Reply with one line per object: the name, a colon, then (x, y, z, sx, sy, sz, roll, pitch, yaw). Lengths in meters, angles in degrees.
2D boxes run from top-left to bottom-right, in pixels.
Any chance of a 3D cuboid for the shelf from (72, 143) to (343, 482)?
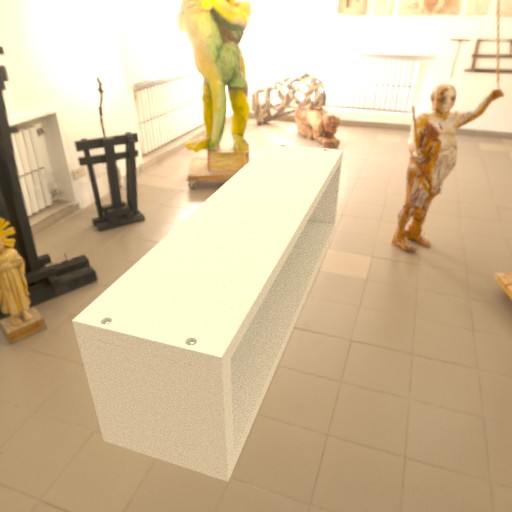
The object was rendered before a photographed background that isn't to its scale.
shelf: (0.000, 0.000, 0.680, 0.150, 0.170, 0.610, 10, 32, 16)
